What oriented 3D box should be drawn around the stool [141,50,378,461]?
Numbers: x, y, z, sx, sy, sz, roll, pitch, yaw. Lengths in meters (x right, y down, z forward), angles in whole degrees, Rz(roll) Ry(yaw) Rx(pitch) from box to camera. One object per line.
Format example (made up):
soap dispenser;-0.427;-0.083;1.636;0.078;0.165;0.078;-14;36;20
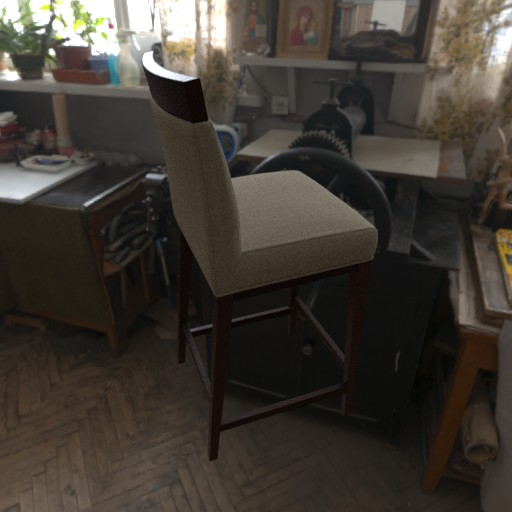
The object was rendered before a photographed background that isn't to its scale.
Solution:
stool;0.000;0.000;1.230;0.480;1.011;0.463;-11;32;-18
